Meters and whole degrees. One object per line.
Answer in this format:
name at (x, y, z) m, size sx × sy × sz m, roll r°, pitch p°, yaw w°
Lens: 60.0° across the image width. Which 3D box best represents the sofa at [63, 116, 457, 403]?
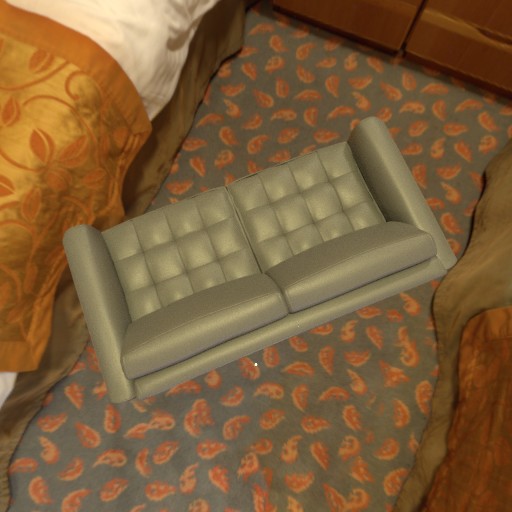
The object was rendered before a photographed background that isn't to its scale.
sofa at (0.000, 0.000, 2.770) m, size 2.177 × 0.930 × 1.121 m, roll -21°, pitch 77°, yaw -5°
